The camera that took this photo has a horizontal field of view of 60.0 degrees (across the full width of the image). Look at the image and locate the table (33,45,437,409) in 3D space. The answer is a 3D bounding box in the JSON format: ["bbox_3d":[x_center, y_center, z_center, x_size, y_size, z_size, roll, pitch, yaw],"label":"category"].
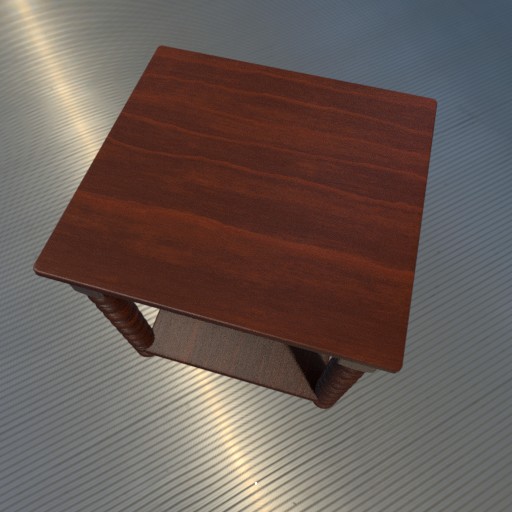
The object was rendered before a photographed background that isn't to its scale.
[{"bbox_3d":[0.000,0.000,0.961,0.533,0.567,0.500,14,64,7],"label":"table"}]
